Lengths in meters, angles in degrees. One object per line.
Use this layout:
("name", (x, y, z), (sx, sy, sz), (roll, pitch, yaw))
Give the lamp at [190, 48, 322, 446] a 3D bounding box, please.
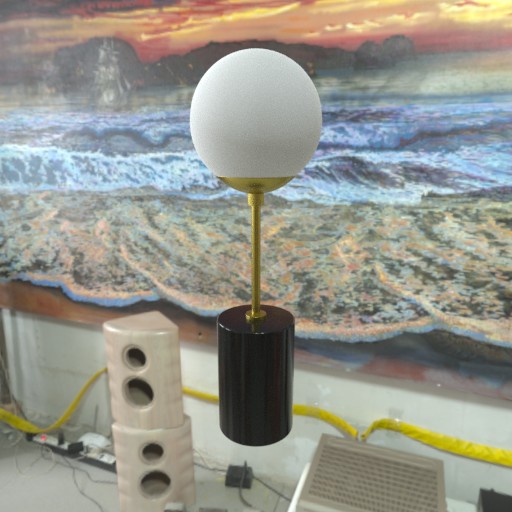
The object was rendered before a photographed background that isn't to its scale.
("lamp", (0.000, 0.000, 0.559), (0.153, 0.480, 0.153), (0, 14, 0))
